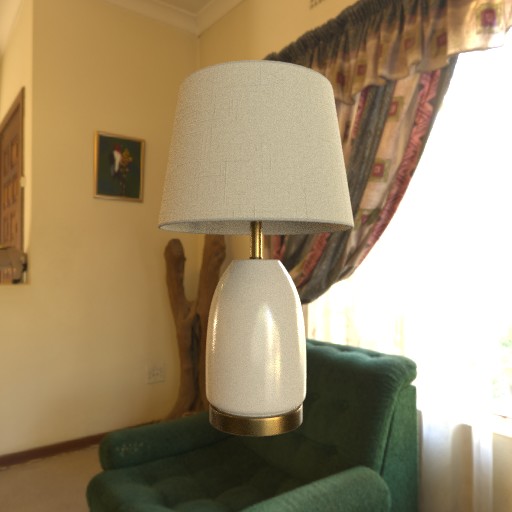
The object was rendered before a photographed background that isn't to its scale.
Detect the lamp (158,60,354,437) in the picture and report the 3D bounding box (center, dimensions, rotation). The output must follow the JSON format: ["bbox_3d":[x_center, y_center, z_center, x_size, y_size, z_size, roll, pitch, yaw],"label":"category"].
[{"bbox_3d":[0.000,0.000,0.659,0.285,0.483,0.285,0,-1,0],"label":"lamp"}]
